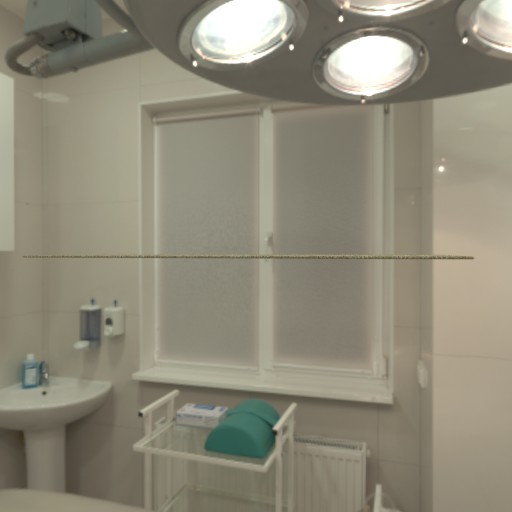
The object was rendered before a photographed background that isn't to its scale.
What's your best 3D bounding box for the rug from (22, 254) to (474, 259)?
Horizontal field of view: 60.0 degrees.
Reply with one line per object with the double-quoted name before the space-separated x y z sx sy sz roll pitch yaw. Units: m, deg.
"rug" 0.000 0.000 2.990 2.448 0.012 1.540 0 0 18
